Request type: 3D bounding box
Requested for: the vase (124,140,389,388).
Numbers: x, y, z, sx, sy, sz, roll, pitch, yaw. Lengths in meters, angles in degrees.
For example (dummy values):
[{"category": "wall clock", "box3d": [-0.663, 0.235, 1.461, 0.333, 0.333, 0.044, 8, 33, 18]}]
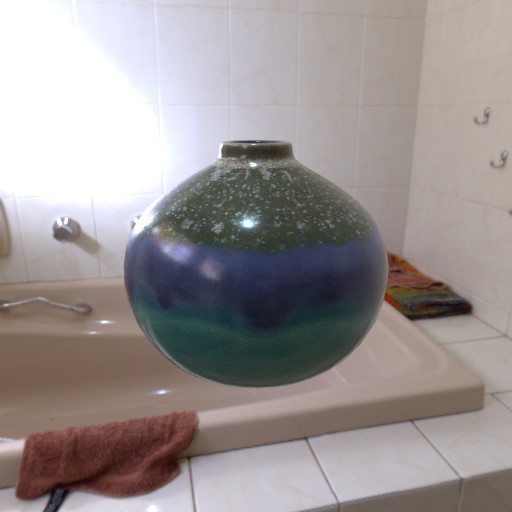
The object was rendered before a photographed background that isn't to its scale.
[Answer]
[{"category": "vase", "box3d": [0.000, 0.000, 0.266, 0.154, 0.133, 0.154, 0, 17, 0]}]
